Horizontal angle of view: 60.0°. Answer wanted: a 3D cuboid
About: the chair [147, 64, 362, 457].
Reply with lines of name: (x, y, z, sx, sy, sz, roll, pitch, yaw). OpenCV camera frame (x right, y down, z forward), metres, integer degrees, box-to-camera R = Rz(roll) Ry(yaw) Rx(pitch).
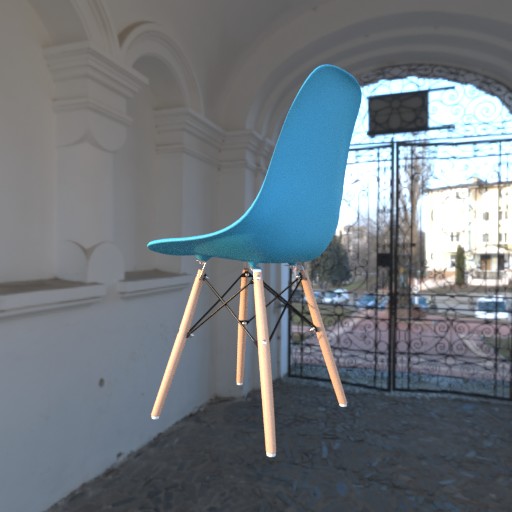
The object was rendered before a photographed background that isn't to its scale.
chair: (0.000, 0.000, 1.164, 0.531, 0.826, 0.470, 0, 0, 35)
